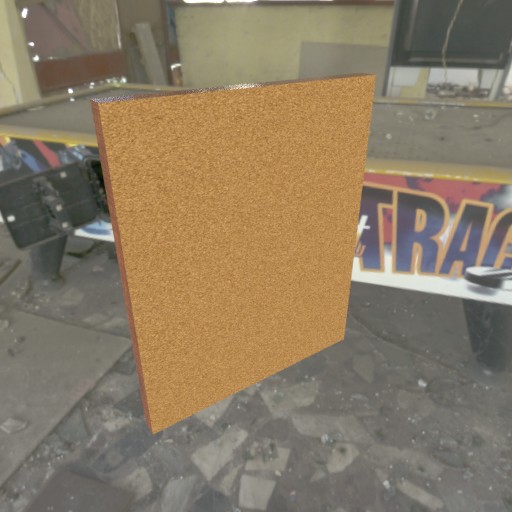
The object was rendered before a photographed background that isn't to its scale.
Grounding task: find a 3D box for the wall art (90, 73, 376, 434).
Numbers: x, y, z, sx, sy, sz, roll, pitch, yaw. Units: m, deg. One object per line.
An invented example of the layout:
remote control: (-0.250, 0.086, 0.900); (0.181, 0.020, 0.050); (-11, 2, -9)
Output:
wall art: (0.000, 0.000, 0.780); (0.467, 0.567, 0.033); (-18, 34, -30)
